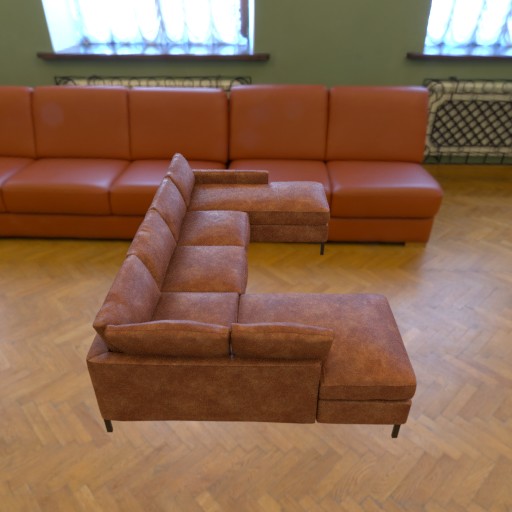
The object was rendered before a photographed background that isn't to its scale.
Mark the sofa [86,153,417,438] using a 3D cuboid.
[{"bbox_3d":[0.000,0.000,3.839,1.939,0.900,2.956,0,33,1],"label":"sofa"}]
